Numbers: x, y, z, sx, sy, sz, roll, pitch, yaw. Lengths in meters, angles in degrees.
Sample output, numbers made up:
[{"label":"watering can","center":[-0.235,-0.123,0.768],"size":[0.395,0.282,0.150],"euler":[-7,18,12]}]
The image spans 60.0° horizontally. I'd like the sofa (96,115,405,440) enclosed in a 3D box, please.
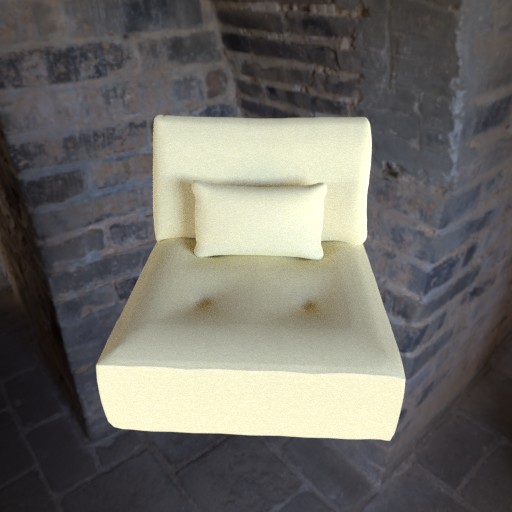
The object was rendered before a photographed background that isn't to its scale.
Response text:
[{"label":"sofa","center":[0.000,0.000,1.666],"size":[0.930,0.820,1.000],"euler":[1,31,2]}]
